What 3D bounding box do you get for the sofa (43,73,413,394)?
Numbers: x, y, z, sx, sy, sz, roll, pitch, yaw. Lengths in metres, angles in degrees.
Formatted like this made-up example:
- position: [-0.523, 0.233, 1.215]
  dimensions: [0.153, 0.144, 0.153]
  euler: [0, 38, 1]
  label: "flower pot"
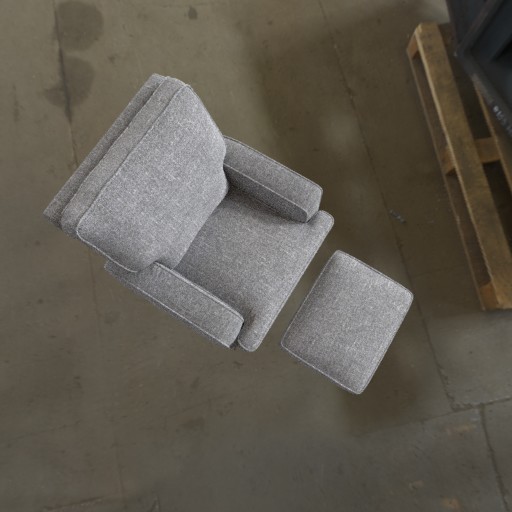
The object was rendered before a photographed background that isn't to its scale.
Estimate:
- position: [0.000, 0.000, 2.020]
  dimensions: [1.472, 0.959, 0.861]
  euler: [31, 78, 8]
  label: "sofa"
